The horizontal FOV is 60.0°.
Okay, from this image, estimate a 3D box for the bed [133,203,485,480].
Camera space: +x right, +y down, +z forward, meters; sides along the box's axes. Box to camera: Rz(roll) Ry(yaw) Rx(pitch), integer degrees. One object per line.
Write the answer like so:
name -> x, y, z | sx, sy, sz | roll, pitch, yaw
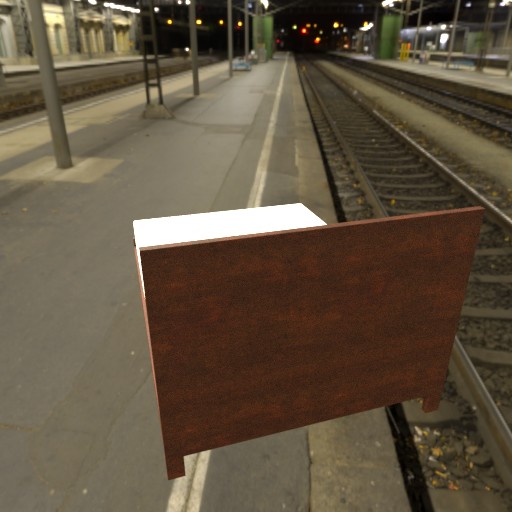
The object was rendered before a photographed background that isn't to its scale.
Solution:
bed -> 0.000, 0.000, 3.102 | 1.600, 1.270, 2.184 | -8, 27, -15
